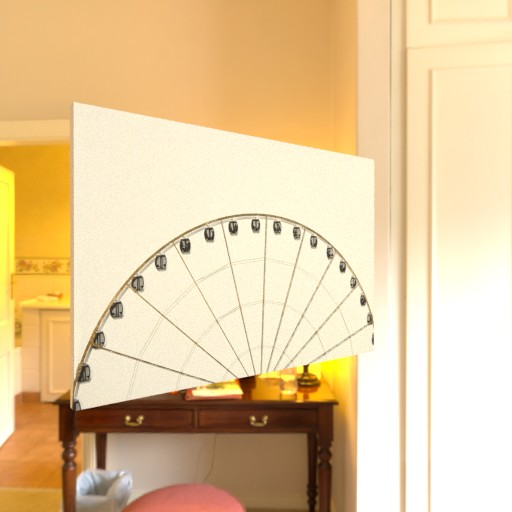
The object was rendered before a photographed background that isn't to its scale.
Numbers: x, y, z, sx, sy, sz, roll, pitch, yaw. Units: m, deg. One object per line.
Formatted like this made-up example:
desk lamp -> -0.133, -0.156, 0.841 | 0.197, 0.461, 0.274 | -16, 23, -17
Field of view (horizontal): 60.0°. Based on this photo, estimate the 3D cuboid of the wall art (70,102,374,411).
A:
wall art -> 0.000, 0.000, 1.448 | 1.144, 0.767, 0.038 | 0, 0, -36
